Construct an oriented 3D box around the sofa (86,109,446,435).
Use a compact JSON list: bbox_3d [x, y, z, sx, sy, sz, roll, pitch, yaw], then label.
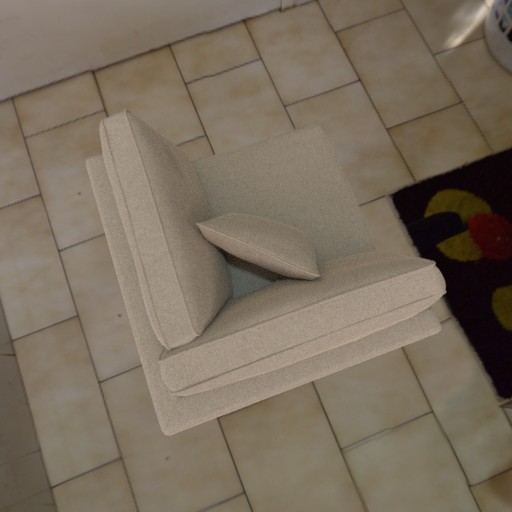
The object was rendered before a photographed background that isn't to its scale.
[{"bbox_3d":[0.000,0.000,1.986,1.084,1.002,1.146,-19,76,-5],"label":"sofa"}]
